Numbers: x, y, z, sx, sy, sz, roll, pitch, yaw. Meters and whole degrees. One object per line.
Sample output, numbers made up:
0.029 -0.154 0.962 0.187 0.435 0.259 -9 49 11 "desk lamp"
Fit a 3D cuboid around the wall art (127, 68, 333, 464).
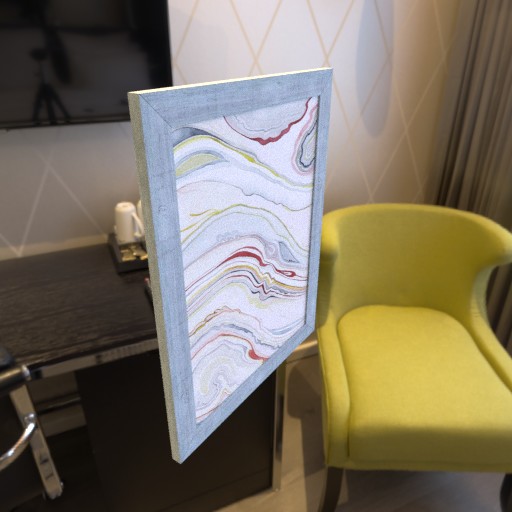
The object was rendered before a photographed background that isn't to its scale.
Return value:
0.000 0.000 0.817 0.020 0.613 0.481 18 32 31 "wall art"
